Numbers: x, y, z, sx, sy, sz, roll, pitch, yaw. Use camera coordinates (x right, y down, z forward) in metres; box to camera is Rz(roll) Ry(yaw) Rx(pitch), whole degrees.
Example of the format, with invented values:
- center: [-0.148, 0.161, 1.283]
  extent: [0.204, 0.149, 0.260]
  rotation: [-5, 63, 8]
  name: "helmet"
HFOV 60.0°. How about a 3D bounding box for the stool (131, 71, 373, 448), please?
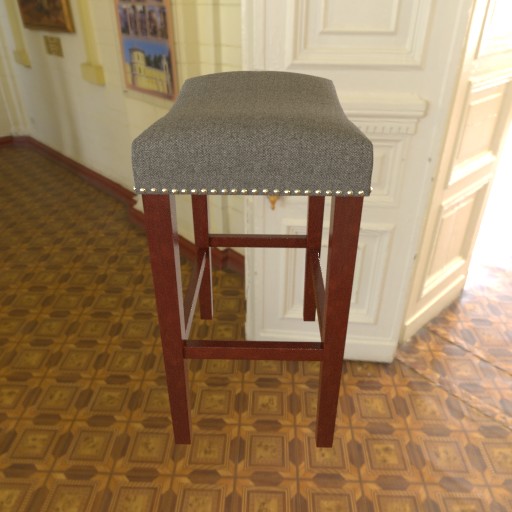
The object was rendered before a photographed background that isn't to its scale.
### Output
- center: [0.000, 0.000, 1.034]
  extent: [0.372, 0.742, 0.504]
  rotation: [1, 32, 1]
  name: "stool"
